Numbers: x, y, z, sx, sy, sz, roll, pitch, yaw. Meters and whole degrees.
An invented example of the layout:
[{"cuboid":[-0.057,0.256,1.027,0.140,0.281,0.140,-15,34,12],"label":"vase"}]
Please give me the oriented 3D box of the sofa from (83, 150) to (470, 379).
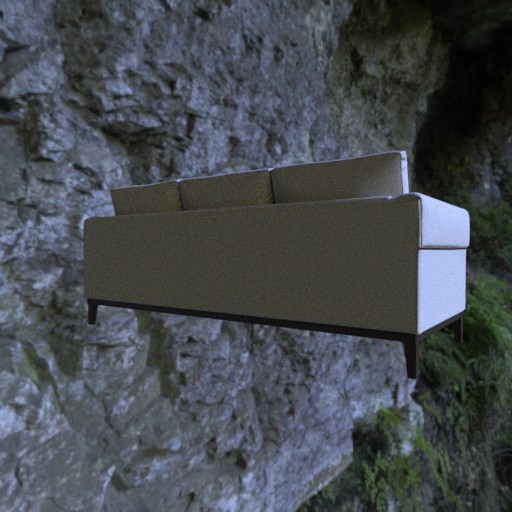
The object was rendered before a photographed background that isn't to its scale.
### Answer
[{"cuboid":[0.000,0.000,2.641,2.198,0.911,0.902,1,1,36],"label":"sofa"}]
